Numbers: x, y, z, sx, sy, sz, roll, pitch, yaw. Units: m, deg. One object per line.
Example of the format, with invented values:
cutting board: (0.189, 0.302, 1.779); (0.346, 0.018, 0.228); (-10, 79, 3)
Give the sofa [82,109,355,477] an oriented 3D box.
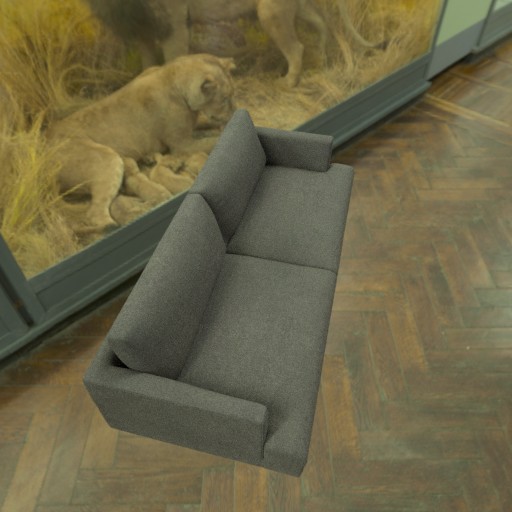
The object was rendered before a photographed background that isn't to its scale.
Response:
sofa: (0.000, 0.000, 2.739); (1.020, 0.868, 2.250); (10, 47, 10)
